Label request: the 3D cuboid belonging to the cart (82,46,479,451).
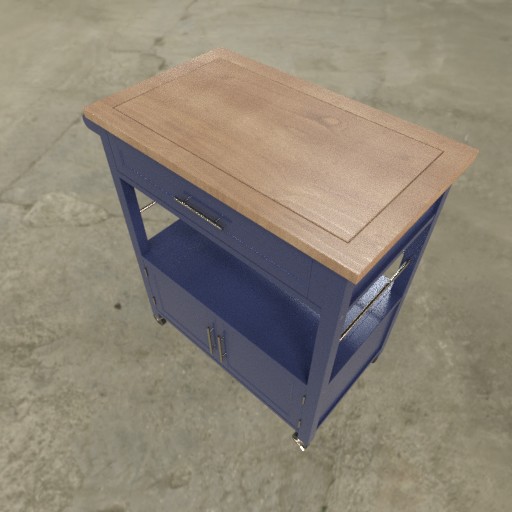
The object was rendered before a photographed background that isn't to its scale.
[{"bbox_3d":[0.000,0.000,1.332,0.840,0.901,0.459,34,56,27],"label":"cart"}]
